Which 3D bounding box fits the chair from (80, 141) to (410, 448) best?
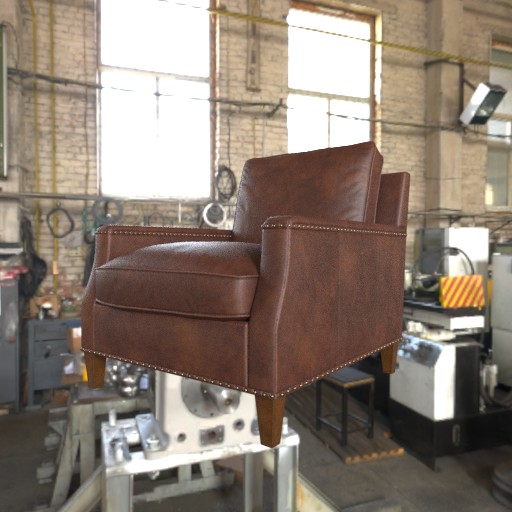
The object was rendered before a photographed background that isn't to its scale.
[{"bbox_3d":[0.000,0.000,1.689,0.853,0.929,1.014,1,1,37],"label":"chair"}]
